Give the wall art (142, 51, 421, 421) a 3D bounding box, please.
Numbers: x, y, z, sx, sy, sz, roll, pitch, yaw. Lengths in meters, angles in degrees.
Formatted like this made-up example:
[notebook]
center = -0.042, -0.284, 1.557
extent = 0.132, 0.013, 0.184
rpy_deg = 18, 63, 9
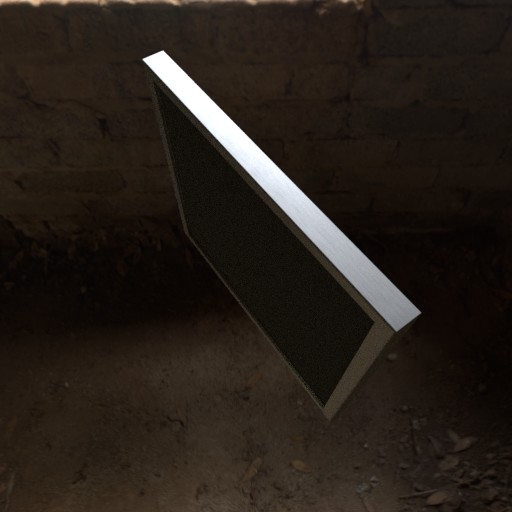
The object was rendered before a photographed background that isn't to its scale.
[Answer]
[wall art]
center = 0.000, 0.000, 0.541
extent = 0.028, 0.330, 0.380
rpy_deg = -32, 64, -17
